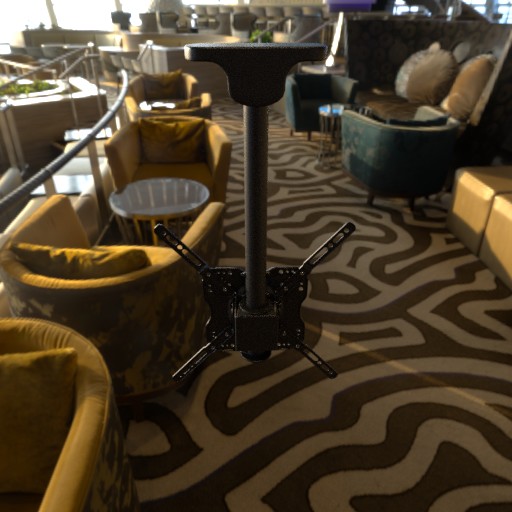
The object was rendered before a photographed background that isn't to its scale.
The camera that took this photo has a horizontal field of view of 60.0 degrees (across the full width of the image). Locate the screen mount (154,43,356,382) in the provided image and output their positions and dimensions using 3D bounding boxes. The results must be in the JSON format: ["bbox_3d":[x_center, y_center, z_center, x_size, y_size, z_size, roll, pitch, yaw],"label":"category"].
[{"bbox_3d":[0.000,0.000,0.844,0.393,0.729,0.090,-1,29,-1],"label":"screen mount"}]
